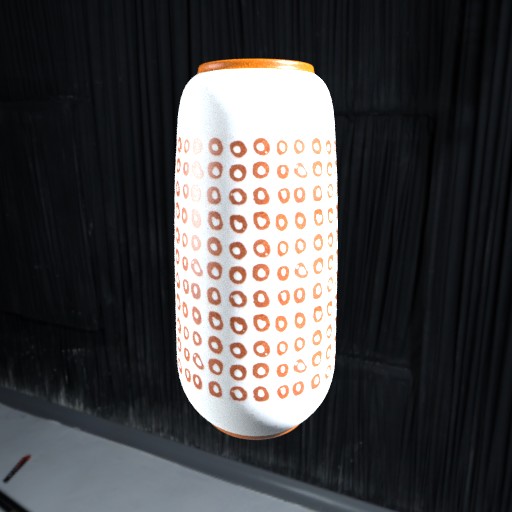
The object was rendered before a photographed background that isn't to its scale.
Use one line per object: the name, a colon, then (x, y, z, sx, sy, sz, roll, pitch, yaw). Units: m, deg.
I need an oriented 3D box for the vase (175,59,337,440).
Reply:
vase: (0.000, 0.000, 0.357, 0.133, 0.282, 0.133, 0, 16, 0)
